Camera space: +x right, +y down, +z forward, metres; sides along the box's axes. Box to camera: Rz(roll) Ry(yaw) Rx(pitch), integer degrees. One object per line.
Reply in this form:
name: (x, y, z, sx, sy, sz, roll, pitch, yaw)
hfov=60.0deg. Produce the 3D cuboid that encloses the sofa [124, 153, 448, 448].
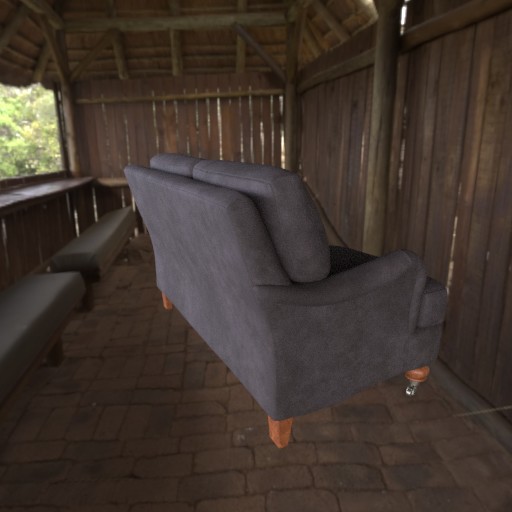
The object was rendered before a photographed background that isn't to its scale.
sofa: (0.000, 0.000, 2.521, 1.084, 1.101, 1.853, -8, 17, -26)
